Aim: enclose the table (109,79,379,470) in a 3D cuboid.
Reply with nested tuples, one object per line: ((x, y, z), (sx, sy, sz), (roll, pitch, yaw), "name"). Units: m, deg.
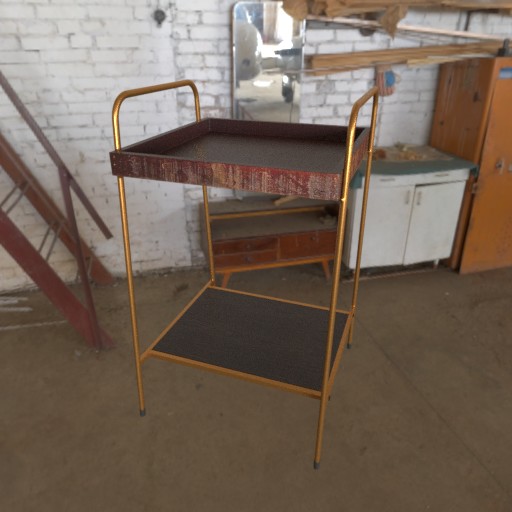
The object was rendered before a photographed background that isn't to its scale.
((0.000, 0.000, 0.997), (0.430, 0.710, 0.430), (9, 28, 18), "table")
